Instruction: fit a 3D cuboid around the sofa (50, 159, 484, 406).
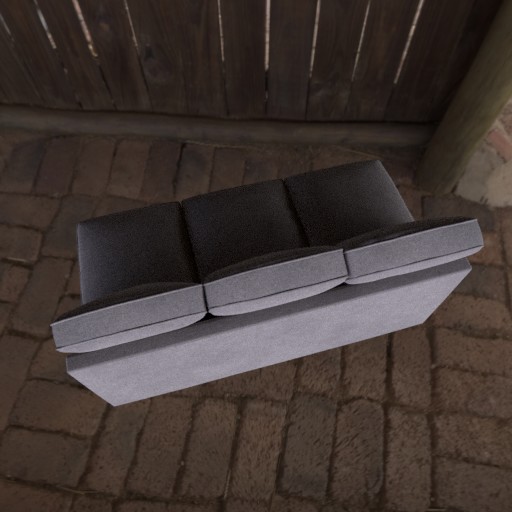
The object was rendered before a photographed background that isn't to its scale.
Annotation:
[{"bbox_3d":[0.000,0.000,2.500,1.962,0.973,1.027,-13,61,-8],"label":"sofa"}]
